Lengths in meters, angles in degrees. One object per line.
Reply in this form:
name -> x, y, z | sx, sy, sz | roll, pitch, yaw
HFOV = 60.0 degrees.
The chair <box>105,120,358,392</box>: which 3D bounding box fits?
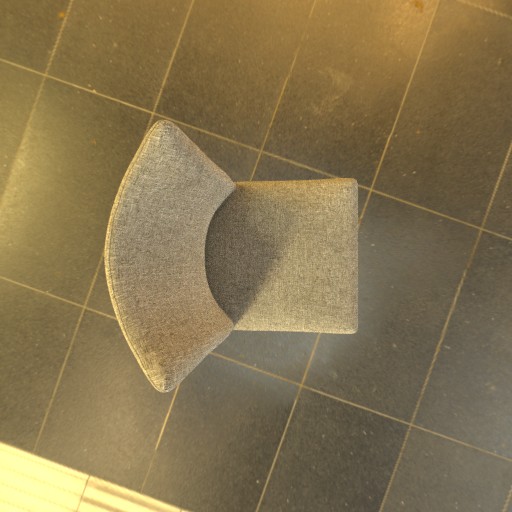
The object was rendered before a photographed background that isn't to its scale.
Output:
chair -> 0.000, 0.000, 1.312 | 0.623, 0.924, 0.535 | 0, 90, 1
